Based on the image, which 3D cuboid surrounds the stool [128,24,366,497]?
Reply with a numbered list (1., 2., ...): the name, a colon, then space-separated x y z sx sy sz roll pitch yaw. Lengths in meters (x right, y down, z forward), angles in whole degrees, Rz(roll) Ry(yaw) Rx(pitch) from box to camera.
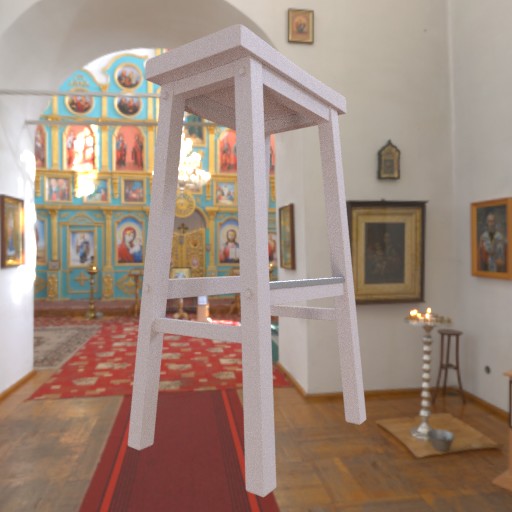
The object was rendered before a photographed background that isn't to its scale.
1. stool: 0.000 0.000 0.935 0.322 0.742 0.406 -1 -1 36
